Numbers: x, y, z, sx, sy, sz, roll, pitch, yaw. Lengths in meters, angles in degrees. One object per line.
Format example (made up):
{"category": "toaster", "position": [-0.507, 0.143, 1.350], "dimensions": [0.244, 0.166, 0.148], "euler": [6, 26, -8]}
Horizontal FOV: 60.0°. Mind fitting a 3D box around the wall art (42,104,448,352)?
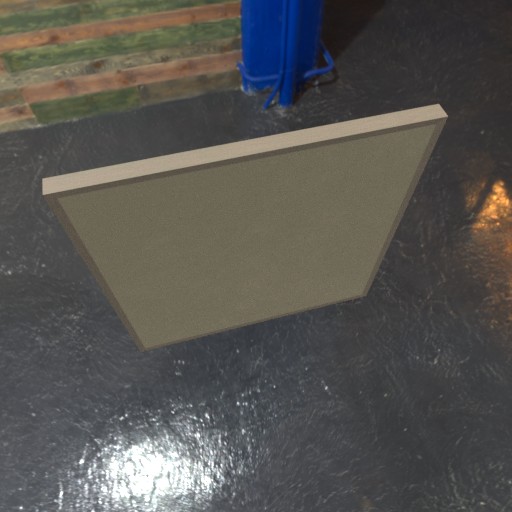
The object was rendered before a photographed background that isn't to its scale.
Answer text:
{"category": "wall art", "position": [0.000, 0.000, 1.137], "dimensions": [0.761, 0.758, 0.038], "euler": [-13, 59, -8]}
